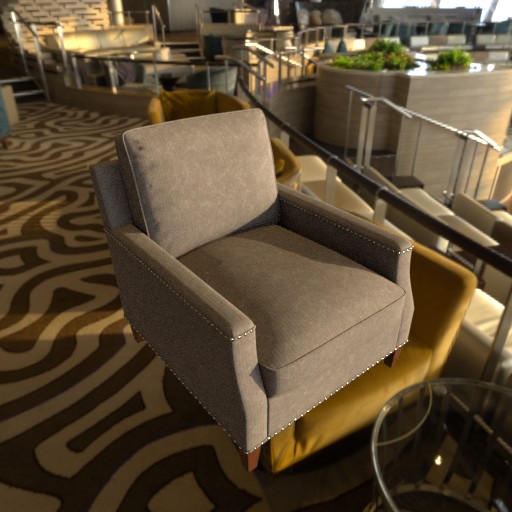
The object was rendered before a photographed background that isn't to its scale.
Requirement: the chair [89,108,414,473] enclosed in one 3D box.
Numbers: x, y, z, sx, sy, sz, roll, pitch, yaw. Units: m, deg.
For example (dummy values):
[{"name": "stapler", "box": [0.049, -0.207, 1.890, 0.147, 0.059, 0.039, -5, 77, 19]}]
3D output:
[{"name": "chair", "box": [0.000, 0.000, 1.747, 0.853, 0.948, 1.014, -22, 37, -33]}]
